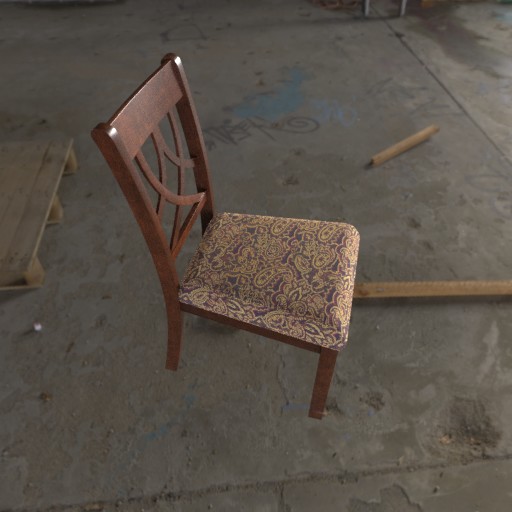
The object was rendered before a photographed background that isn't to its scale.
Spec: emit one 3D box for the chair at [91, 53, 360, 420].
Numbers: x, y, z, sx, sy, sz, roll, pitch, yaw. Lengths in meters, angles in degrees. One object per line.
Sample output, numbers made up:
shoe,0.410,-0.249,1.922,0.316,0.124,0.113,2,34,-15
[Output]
chair,0.000,0.000,1.299,0.584,0.965,0.457,10,47,10
